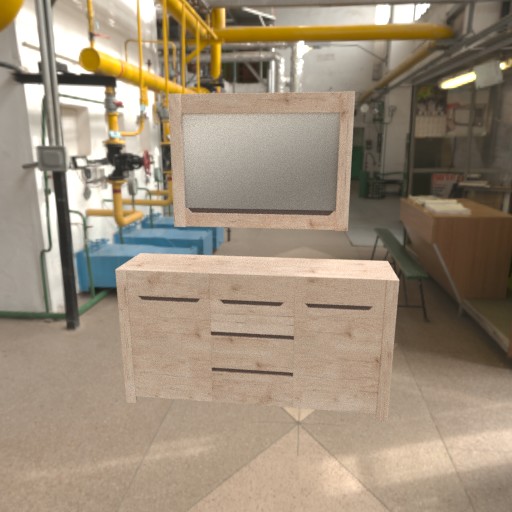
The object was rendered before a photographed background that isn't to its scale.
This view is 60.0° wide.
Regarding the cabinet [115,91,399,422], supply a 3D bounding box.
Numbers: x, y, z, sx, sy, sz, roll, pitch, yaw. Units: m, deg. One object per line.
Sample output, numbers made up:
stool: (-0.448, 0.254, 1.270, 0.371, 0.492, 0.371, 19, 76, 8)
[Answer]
cabinet: (0.000, 0.000, 2.811, 1.700, 1.981, 0.420, 2, 15, 7)
